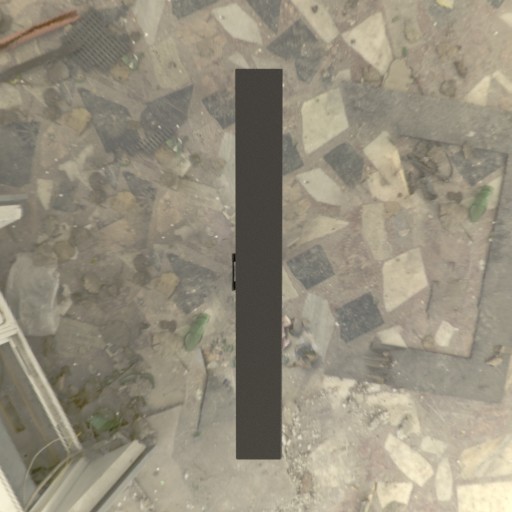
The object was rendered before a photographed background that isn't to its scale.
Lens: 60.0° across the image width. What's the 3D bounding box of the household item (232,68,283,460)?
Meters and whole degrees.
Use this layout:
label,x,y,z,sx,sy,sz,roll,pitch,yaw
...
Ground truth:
label,x,y,z,sx,sy,sz,roll,pitch,yaw
household item,0.000,0.000,0.239,0.022,0.178,0.133,0,92,0
